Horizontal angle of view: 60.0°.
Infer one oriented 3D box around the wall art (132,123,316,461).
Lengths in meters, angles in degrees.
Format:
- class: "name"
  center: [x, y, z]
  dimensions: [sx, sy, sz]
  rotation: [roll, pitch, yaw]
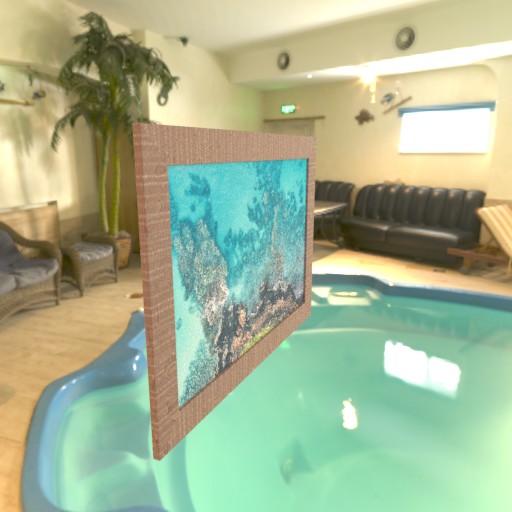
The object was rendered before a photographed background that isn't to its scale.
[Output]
- class: "wall art"
  center: [0.000, 0.000, 1.413]
  dimensions: [0.020, 0.761, 1.056]
  rotation: [7, 15, 26]
